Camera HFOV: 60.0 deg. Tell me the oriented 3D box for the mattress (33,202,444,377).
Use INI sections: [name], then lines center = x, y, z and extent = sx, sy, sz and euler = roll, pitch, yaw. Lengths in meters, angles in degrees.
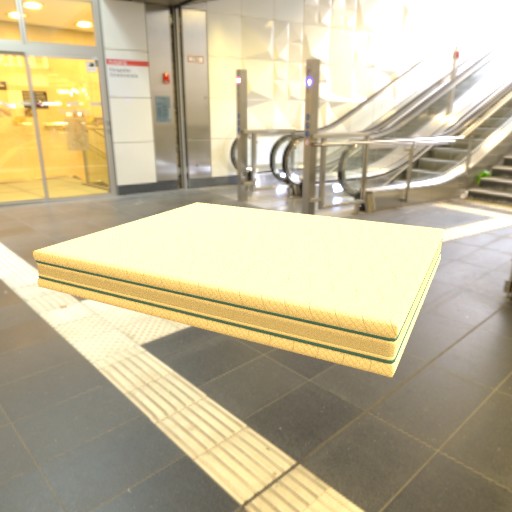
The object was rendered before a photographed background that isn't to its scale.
[mattress]
center = 0.000, 0.000, 2.750
extent = 2.000, 0.230, 1.600
euler = 9, 20, 26
